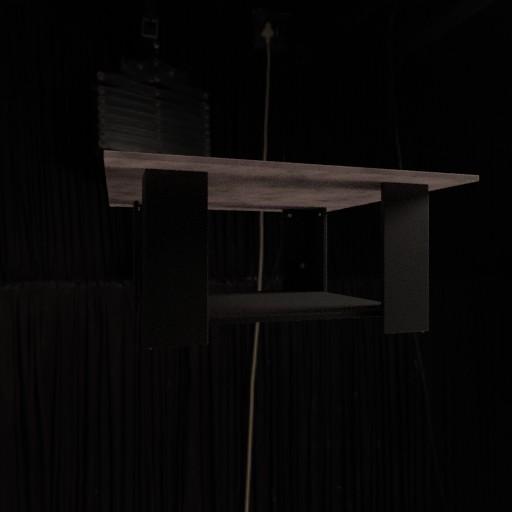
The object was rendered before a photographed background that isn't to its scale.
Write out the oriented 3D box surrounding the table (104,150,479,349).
[{"bbox_3d":[0.000,0.000,1.055,0.670,0.305,0.670,0,0,-18],"label":"table"}]
